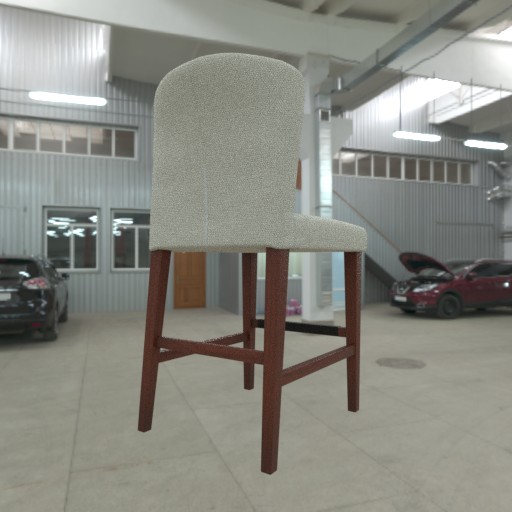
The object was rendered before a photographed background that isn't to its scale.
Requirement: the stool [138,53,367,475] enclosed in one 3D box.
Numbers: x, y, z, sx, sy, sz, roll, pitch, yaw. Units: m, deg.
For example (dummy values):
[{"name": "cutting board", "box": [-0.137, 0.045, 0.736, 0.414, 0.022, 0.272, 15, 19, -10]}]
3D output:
[{"name": "stool", "box": [0.000, 0.000, 1.313, 0.481, 0.969, 0.568, 0, -1, 35]}]
